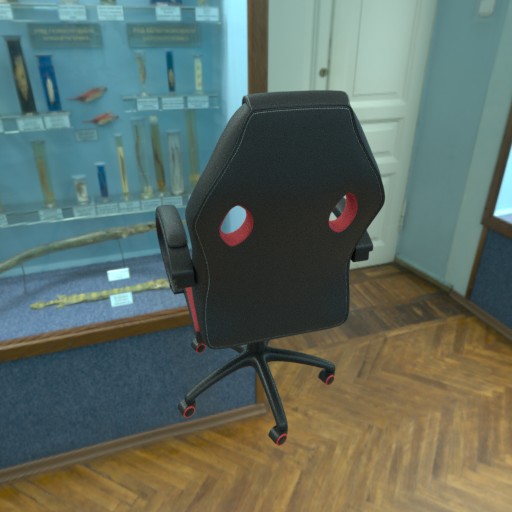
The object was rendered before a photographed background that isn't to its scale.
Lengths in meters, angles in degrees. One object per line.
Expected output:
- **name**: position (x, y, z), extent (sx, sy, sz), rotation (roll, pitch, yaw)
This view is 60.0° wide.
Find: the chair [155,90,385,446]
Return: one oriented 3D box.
- **chair**: position (0.000, 0.000, 1.588), extent (0.673, 1.187, 0.724), rotation (-8, 28, -15)
